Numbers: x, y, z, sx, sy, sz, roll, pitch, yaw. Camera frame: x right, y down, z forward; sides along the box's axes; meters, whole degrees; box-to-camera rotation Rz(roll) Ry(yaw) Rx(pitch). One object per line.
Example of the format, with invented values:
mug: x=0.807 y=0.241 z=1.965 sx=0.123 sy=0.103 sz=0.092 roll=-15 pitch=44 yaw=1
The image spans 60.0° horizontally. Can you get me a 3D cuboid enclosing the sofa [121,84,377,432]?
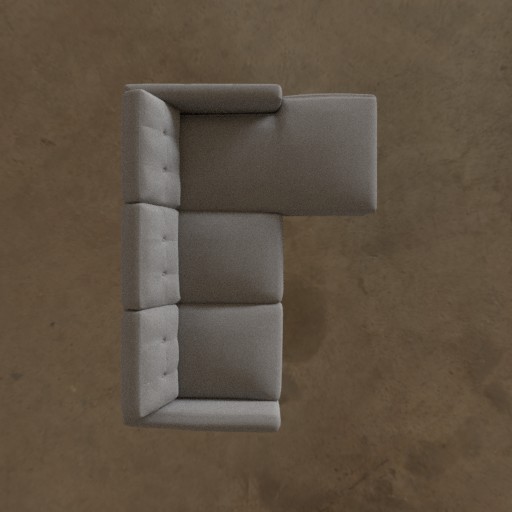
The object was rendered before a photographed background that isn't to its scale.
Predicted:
sofa: x=0.000 y=0.000 z=2.777 sx=1.530 sy=0.860 sz=2.040 roll=0 pitch=90 yaw=0
